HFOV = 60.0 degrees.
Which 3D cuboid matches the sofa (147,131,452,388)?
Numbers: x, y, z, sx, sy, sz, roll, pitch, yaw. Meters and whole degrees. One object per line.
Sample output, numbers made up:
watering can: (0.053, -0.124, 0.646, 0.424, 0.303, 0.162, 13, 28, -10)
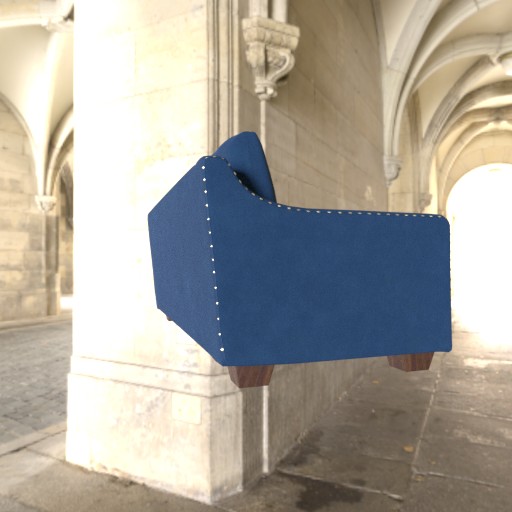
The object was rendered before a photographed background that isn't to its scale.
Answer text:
sofa: (0.000, 0.000, 2.684, 1.104, 0.983, 2.107, 0, -1, -19)
